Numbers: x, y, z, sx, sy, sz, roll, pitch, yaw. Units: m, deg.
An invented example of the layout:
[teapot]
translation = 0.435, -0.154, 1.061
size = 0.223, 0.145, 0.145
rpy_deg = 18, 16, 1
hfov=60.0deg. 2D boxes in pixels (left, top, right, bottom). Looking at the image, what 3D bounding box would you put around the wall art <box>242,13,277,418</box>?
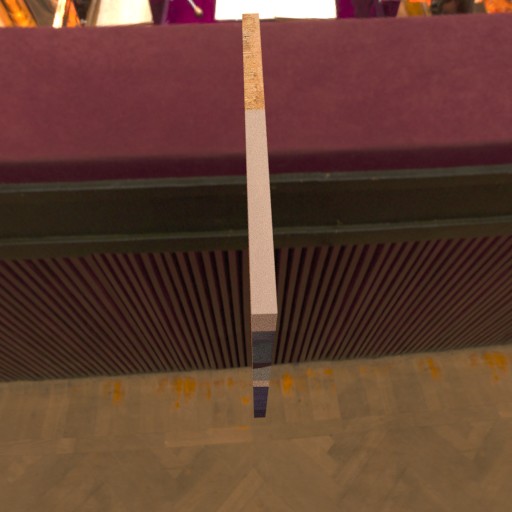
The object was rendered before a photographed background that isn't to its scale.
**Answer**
[wall art]
translation = 0.000, 0.000, 0.794
size = 0.026, 0.613, 0.458
rpy_deg = -2, 61, -1
